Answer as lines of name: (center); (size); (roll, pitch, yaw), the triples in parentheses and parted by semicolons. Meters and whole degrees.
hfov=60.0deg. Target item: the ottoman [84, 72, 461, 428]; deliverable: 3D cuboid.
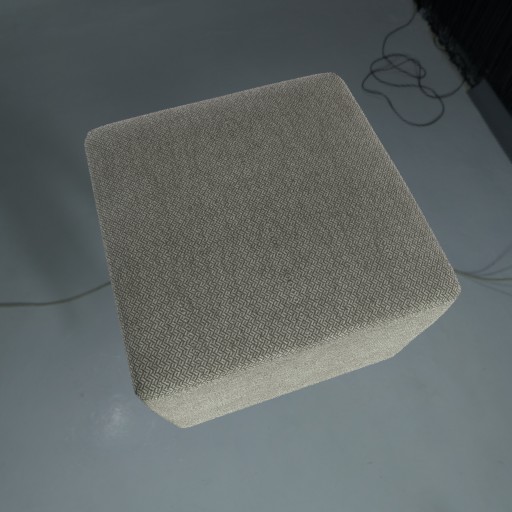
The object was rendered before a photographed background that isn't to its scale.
ottoman: (0.000, 0.000, 0.910); (0.519, 0.453, 0.512); (-16, 65, -8)
